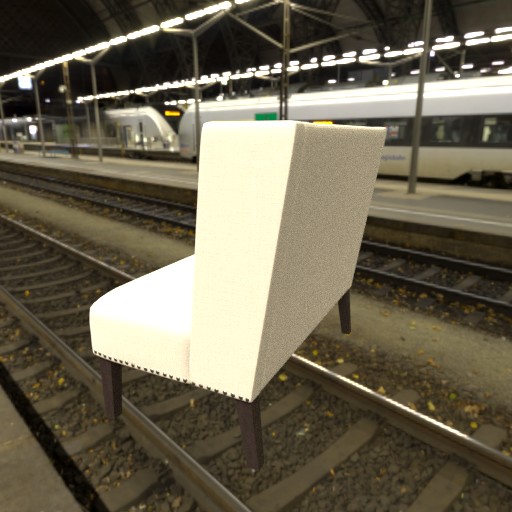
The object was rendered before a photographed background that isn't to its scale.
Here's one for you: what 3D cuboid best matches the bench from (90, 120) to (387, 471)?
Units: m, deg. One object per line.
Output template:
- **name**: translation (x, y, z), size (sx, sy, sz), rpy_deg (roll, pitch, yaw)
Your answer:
- **bench**: translation (0.000, 0.000, 1.994), size (0.847, 1.123, 1.280), rpy_deg (7, 17, 25)
